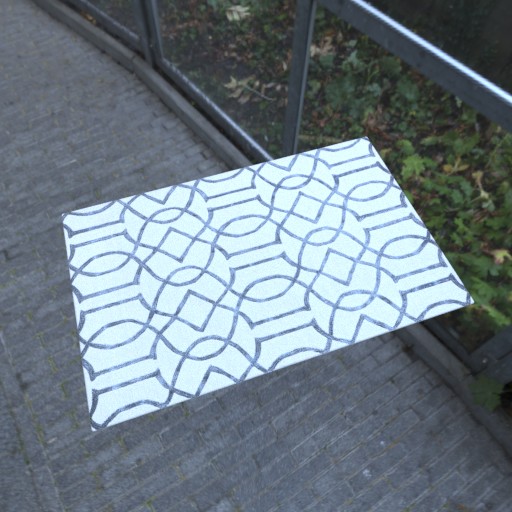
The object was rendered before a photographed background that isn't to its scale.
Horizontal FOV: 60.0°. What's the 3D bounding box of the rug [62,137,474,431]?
[{"bbox_3d":[0.000,0.000,2.935,2.365,0.017,1.521,-16,60,-10],"label":"rug"}]
